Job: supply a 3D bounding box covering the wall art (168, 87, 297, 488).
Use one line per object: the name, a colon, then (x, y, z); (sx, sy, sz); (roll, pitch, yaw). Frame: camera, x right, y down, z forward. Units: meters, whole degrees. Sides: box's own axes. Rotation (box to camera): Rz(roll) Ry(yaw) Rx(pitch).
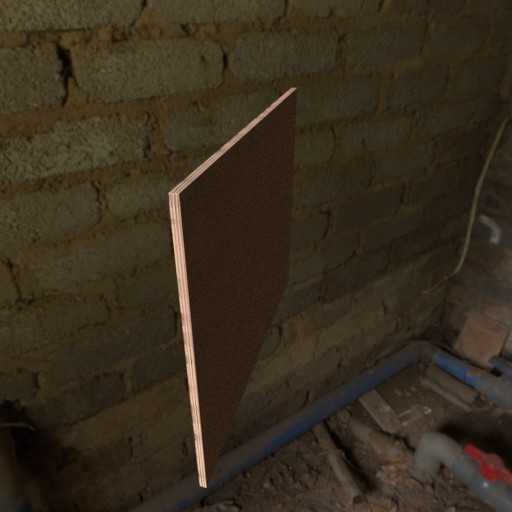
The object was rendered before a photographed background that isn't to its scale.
wall art: (0.000, 0.000, 0.682); (0.010, 0.408, 0.508); (8, 31, 13)
